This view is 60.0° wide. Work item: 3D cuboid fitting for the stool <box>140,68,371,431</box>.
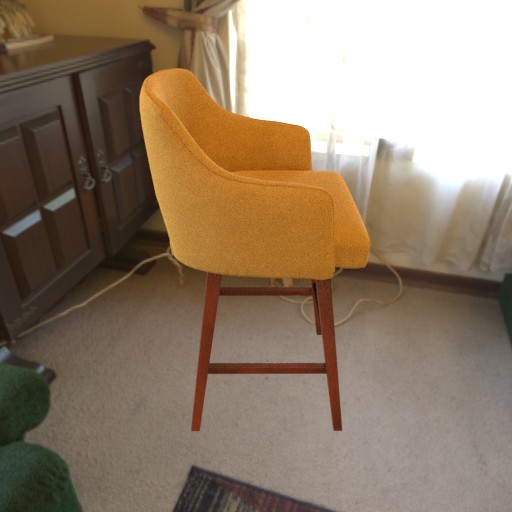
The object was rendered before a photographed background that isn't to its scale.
[{"bbox_3d":[0.000,0.000,1.334,0.558,1.012,0.548,0,32,0],"label":"stool"}]
